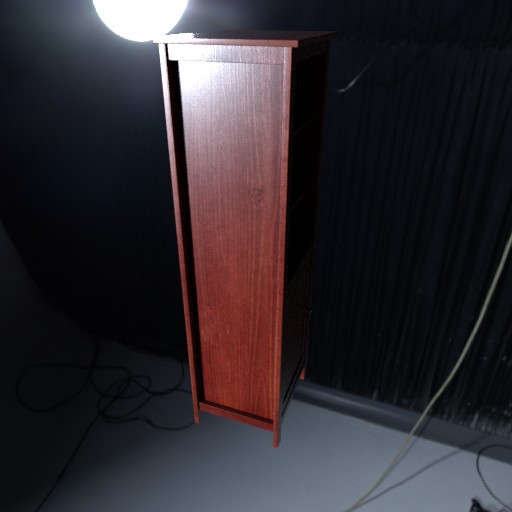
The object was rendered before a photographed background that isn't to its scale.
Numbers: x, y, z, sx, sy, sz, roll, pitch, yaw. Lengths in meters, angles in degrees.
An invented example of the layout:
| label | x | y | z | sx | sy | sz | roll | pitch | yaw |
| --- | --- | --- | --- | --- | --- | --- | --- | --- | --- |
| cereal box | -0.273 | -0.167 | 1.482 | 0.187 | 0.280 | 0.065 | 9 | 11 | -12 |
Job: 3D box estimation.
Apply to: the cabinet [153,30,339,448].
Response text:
| label | x | y | z | sx | sy | sz | roll | pitch | yaw |
| --- | --- | --- | --- | --- | --- | --- | --- | --- | --- |
| cabinet | 0.000 | 0.000 | 1.693 | 0.401 | 1.518 | 0.500 | 10 | 31 | 18 |
